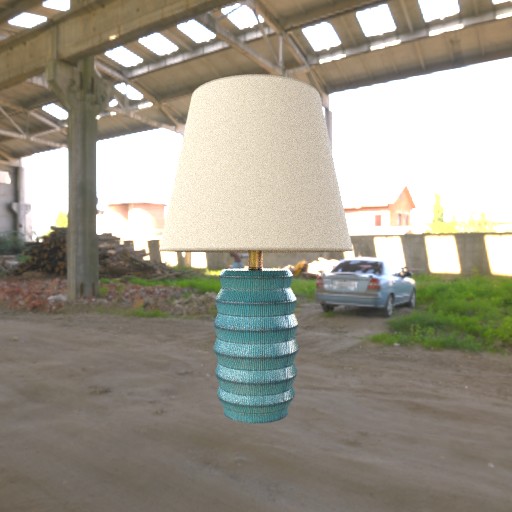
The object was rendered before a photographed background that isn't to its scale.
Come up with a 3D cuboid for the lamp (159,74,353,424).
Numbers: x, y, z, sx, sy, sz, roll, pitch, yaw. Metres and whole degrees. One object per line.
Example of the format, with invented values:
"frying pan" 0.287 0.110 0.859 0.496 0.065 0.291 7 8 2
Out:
"lamp" 0.000 0.000 0.829 0.355 0.582 0.355 0 0 0
